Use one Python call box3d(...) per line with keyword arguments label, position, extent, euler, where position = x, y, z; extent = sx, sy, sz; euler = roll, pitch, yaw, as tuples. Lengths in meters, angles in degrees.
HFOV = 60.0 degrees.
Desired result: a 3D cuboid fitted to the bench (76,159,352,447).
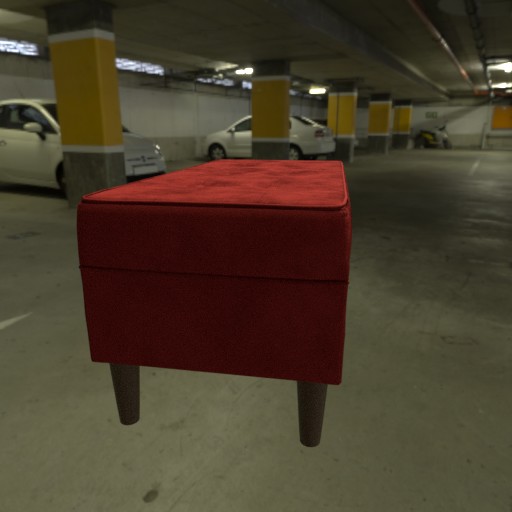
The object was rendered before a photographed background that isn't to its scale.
box3d(label="bench", position=(0.000, 0.000, 1.263), extent=(0.492, 0.471, 1.016), euler=(3, 16, 10))
